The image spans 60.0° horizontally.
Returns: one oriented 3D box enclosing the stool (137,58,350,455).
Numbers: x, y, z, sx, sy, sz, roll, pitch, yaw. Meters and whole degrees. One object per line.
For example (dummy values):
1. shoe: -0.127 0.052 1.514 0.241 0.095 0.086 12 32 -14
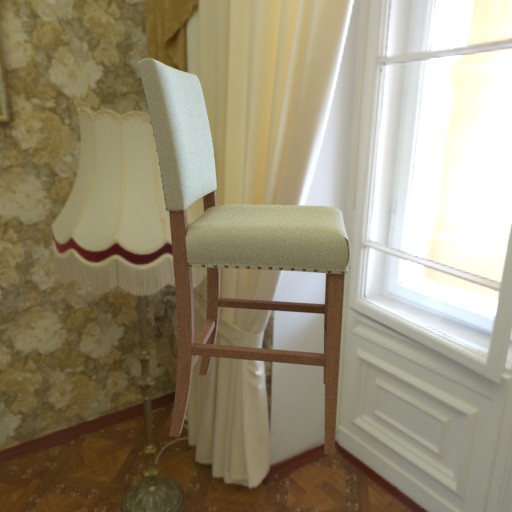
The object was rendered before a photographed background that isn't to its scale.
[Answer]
1. stool: 0.000 0.000 1.474 0.584 1.168 0.445 2 17 8
